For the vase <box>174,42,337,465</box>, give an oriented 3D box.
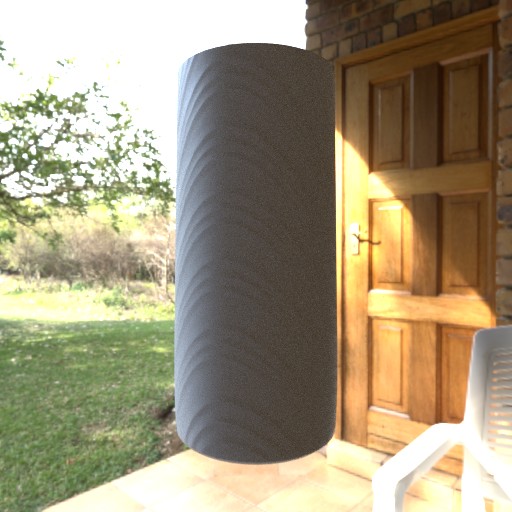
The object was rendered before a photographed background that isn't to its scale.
[{"bbox_3d":[0.000,0.000,0.395,0.143,0.316,0.143,0,1,0],"label":"vase"}]
